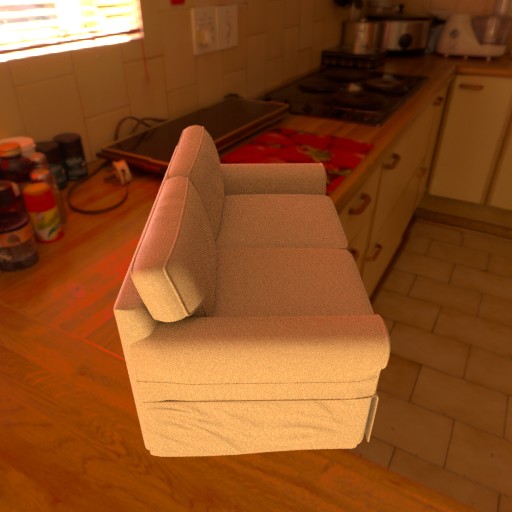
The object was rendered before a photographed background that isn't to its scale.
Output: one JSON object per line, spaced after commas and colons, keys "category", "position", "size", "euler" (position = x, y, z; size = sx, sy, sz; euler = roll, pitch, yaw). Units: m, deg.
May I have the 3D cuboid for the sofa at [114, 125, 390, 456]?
{"category": "sofa", "position": [0.000, 0.000, 2.337], "size": [0.991, 0.940, 1.727], "euler": [-1, 33, -1]}
